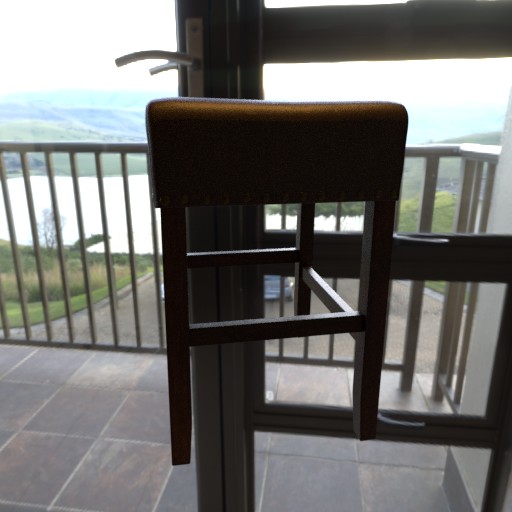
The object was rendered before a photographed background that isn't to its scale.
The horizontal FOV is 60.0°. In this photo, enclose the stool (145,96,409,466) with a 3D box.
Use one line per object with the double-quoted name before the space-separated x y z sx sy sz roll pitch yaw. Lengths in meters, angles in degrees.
"stool" 0.000 0.000 0.933 0.397 0.608 0.465 -3 17 -10
